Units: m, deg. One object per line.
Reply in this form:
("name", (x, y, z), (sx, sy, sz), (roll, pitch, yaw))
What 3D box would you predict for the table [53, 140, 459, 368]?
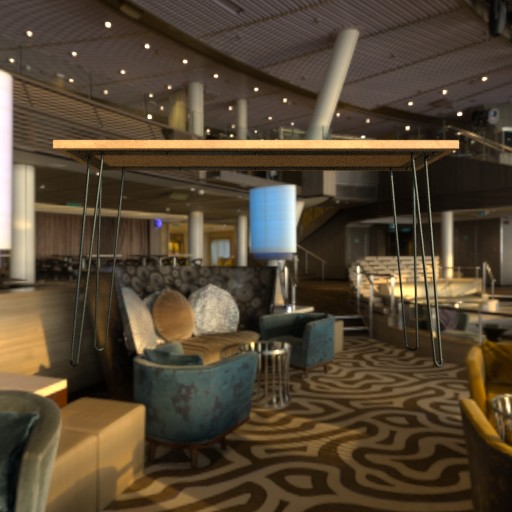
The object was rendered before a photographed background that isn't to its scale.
("table", (0.000, 0.000, 1.727), (1.400, 0.799, 0.399), (0, 0, 0))
